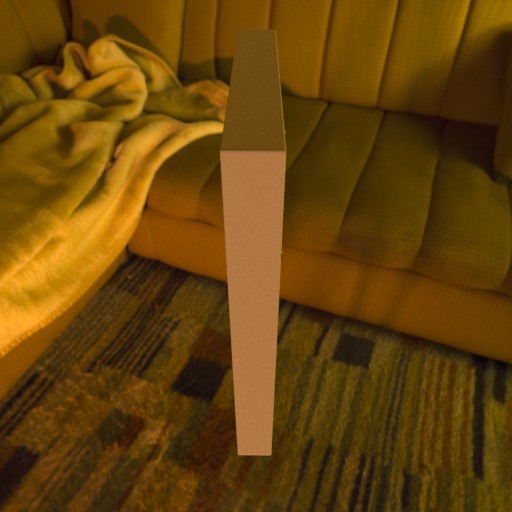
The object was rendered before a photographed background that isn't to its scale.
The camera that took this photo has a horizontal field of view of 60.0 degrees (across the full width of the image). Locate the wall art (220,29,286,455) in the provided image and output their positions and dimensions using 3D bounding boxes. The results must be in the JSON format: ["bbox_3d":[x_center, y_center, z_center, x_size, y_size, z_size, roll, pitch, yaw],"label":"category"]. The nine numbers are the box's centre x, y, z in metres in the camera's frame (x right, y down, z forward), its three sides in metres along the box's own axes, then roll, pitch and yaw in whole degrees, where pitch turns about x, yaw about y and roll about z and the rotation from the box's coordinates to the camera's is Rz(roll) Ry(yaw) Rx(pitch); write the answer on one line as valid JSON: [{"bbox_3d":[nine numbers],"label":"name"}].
[{"bbox_3d":[0.000,0.000,0.473,0.039,0.381,0.252,0,41,0],"label":"wall art"}]
